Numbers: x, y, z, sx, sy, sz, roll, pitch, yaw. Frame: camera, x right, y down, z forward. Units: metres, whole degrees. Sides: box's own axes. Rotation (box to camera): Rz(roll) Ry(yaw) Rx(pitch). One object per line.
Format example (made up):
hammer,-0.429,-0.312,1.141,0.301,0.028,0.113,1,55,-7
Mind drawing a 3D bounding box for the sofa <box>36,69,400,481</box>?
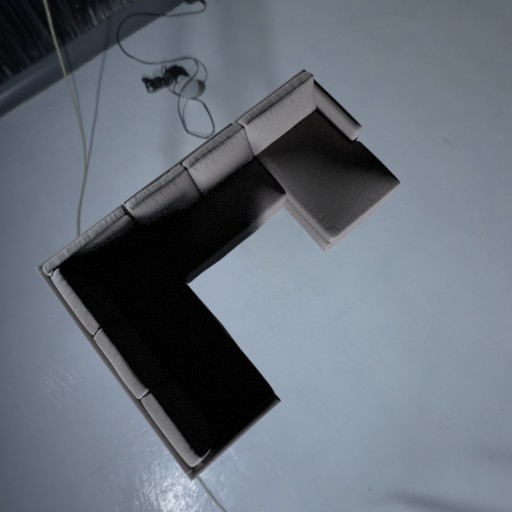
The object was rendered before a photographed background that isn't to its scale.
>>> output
sofa,0.000,0.000,4.485,3.460,0.882,2.427,-39,78,-10
